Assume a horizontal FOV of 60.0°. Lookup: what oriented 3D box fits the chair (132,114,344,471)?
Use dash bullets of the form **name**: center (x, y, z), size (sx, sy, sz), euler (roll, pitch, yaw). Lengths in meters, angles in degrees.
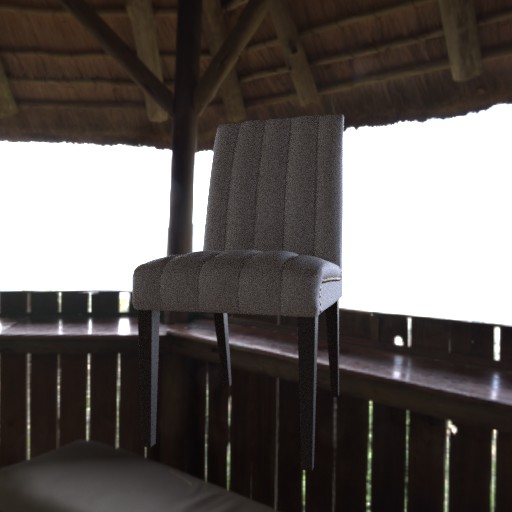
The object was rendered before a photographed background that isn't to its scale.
- **chair**: center (0.000, 0.000, 1.379), size (0.511, 1.016, 0.647), euler (0, 0, 17)
